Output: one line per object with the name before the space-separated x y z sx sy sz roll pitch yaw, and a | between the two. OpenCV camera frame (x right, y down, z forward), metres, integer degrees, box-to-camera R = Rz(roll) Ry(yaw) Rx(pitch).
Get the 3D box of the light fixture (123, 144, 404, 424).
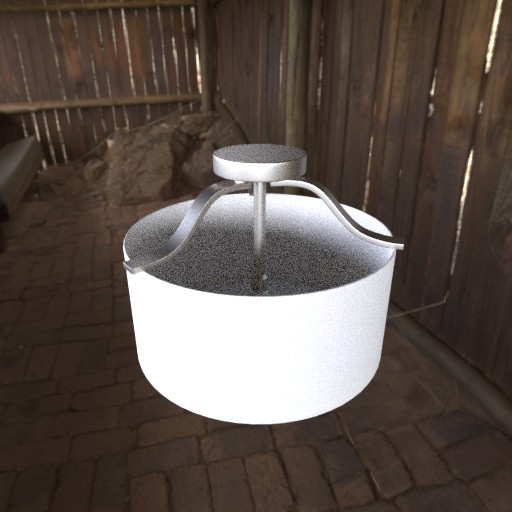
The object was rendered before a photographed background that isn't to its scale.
light fixture | 0.000 0.000 0.656 0.395 0.304 0.395 0 25 0
